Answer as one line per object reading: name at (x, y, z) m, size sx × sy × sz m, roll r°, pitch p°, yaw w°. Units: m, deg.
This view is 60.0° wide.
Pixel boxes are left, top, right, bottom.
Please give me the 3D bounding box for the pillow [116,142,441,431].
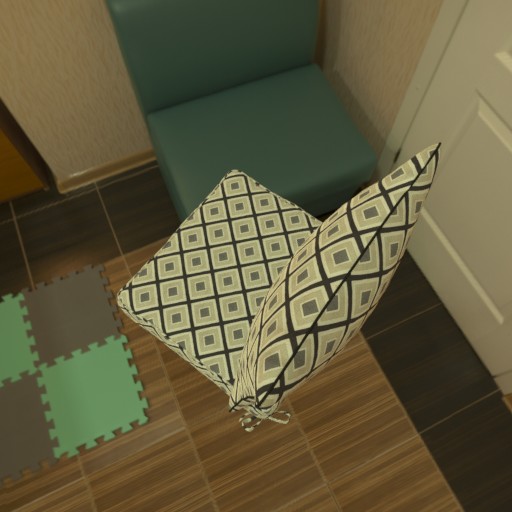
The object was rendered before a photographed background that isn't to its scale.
pillow at (0.000, 0.000, 1.339) m, size 0.733 × 0.722 × 0.798 m, roll 33°, pitch 69°, yaw 14°
